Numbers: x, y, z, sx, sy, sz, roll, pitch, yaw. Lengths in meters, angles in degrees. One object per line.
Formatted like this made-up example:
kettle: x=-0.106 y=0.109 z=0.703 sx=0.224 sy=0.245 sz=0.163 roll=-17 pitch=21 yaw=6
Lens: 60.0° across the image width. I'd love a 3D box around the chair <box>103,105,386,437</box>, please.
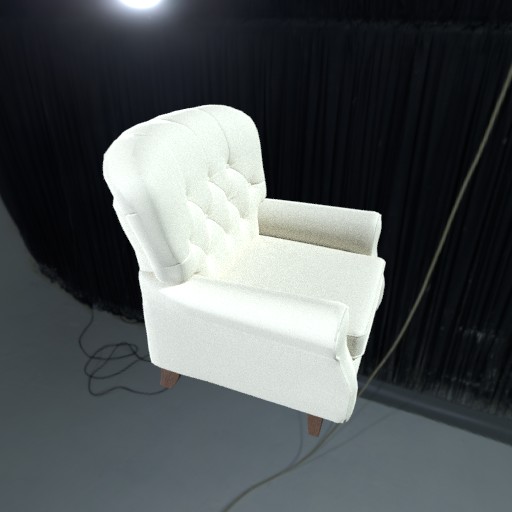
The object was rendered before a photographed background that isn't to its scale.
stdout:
chair: x=0.000 y=0.000 z=2.035 sx=1.132 sy=1.169 sz=1.035 roll=12 pitch=33 yaw=18
